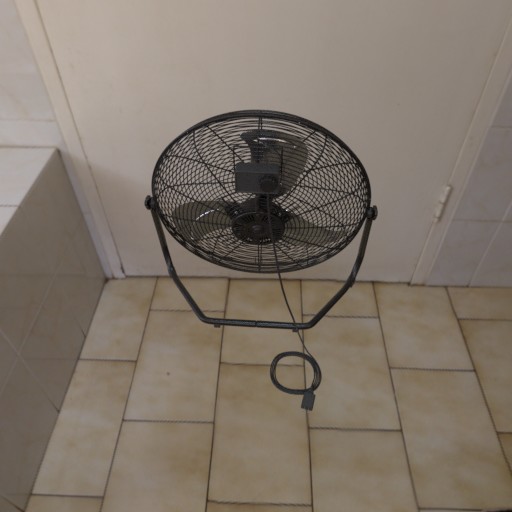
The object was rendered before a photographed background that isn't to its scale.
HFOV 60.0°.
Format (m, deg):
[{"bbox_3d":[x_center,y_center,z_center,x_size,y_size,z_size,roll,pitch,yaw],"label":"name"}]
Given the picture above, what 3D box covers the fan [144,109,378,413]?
[{"bbox_3d":[0.000,0.000,0.931,0.555,0.546,0.424,3,46,3],"label":"fan"}]
